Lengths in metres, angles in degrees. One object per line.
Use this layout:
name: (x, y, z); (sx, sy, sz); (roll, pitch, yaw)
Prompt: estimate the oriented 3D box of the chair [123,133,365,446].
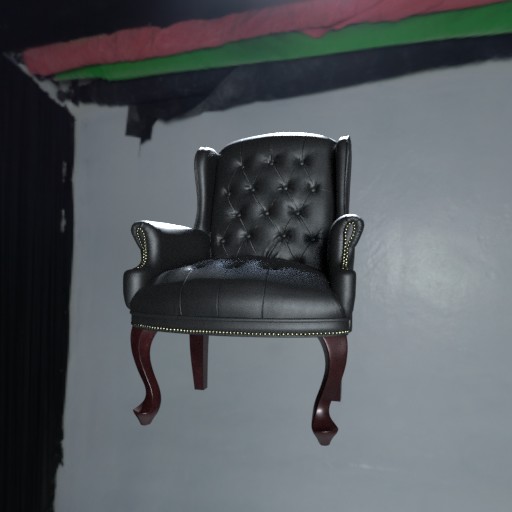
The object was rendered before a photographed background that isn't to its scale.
chair: (0.000, 0.000, 1.712); (0.831, 1.133, 0.822); (0, -1, 16)
